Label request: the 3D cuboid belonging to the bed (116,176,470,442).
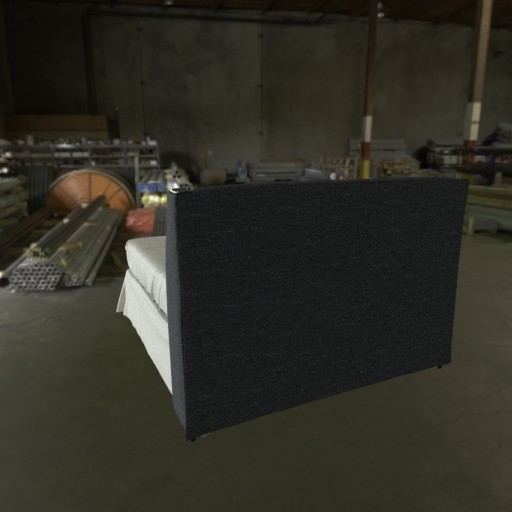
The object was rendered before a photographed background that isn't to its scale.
[{"bbox_3d":[0.000,0.000,3.505,1.925,1.332,2.276,-7,15,-25],"label":"bed"}]
